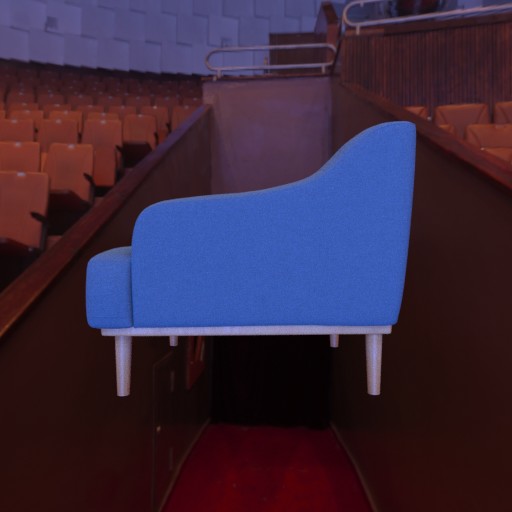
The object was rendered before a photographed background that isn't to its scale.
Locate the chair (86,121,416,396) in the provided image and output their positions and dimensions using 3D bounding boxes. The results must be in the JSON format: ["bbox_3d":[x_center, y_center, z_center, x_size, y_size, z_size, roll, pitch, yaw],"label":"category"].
[{"bbox_3d":[0.000,0.000,1.674,0.951,0.818,0.946,0,0,1],"label":"chair"}]
